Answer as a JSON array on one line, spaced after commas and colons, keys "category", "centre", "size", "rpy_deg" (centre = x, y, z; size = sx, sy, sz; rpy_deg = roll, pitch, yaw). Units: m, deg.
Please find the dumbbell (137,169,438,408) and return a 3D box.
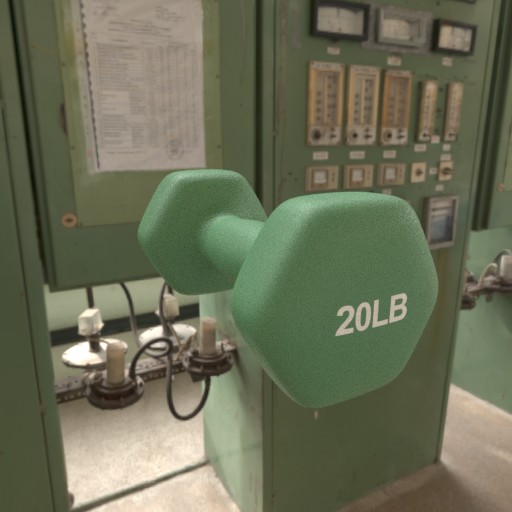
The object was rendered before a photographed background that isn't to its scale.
[{"category": "dumbbell", "centre": [0.000, 0.000, 0.331], "size": [0.126, 0.114, 0.257], "rpy_deg": [-8, 17, -27]}]
